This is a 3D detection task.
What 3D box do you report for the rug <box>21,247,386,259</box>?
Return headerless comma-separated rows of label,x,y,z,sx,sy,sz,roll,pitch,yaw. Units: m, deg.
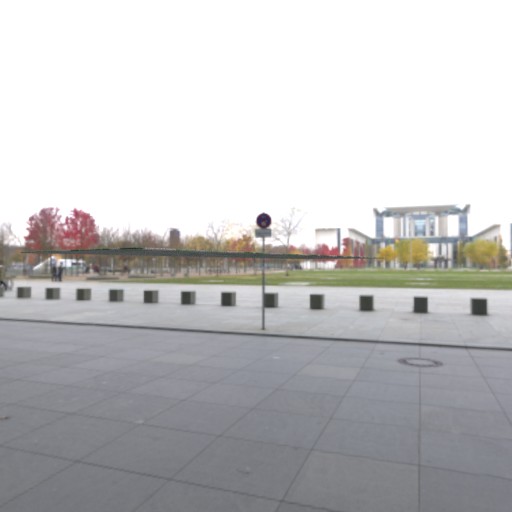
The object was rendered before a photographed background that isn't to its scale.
rug,0.000,0.000,2.681,0.761,0.006,2.438,-1,-1,35
